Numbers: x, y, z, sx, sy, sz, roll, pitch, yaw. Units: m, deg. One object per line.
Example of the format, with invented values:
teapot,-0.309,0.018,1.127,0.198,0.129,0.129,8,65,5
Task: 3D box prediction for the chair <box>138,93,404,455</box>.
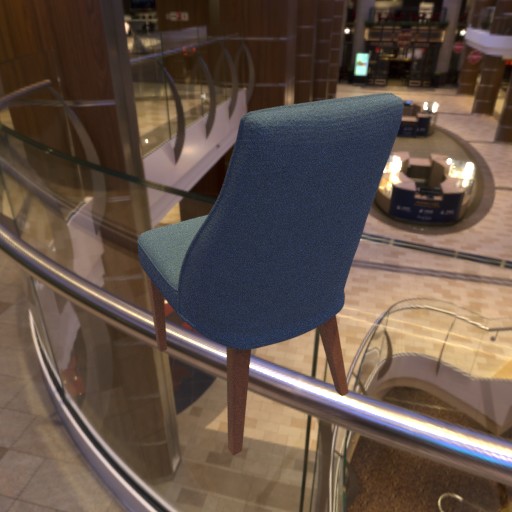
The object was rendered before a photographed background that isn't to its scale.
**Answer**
chair,0.000,0.000,1.249,0.500,0.930,0.620,-17,34,-28
